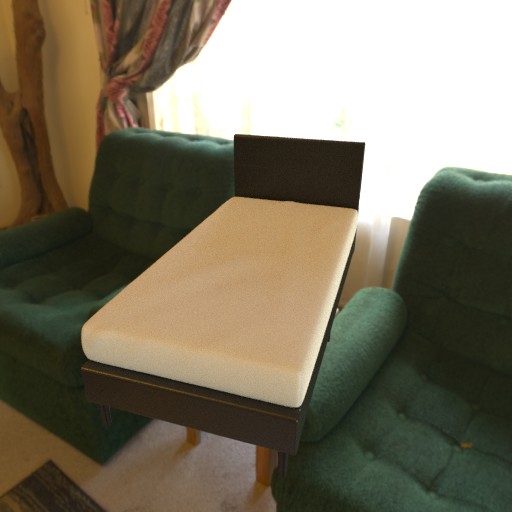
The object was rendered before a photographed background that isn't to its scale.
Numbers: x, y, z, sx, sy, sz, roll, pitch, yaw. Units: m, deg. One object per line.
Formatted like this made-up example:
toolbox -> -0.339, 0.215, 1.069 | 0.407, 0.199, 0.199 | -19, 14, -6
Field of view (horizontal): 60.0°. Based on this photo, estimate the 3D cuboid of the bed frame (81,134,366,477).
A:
bed frame -> 0.000, 0.000, 2.560 | 1.038, 1.046, 2.152 | 8, 27, 16
